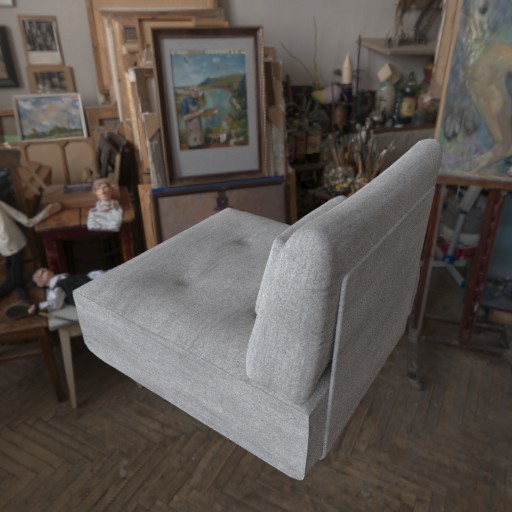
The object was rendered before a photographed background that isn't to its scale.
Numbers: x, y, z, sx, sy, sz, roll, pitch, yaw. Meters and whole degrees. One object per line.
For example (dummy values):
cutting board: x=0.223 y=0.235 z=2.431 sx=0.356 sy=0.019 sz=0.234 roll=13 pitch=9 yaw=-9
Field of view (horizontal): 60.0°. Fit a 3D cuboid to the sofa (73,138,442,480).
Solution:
sofa: x=0.000 y=0.000 z=1.653 sx=1.000 sy=0.820 sz=0.930 roll=19 pitch=35 yaw=30
